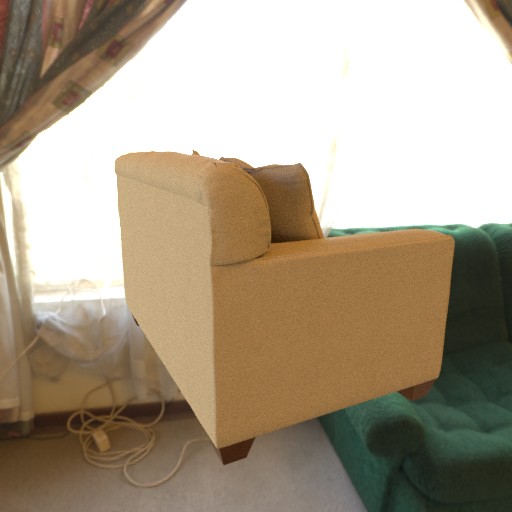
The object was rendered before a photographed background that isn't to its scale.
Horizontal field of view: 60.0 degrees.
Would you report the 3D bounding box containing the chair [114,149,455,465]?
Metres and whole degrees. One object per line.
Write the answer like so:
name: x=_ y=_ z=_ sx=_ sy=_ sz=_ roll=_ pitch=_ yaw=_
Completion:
chair: x=0.000 y=0.000 z=2.023 sx=1.000 sy=0.948 sz=1.383 roll=-7 pitch=16 yaw=-26
